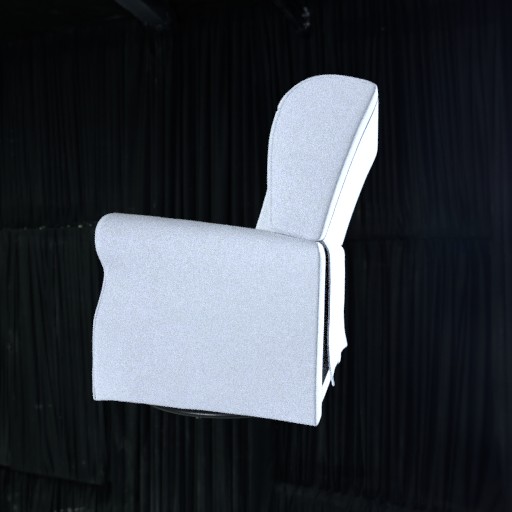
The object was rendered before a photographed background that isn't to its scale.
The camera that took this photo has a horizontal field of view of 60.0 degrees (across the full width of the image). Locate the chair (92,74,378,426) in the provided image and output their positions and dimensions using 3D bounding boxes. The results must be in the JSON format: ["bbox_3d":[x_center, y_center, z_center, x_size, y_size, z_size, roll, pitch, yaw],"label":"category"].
[{"bbox_3d":[0.000,0.000,1.612,0.854,0.967,0.906,0,0,15],"label":"chair"}]
